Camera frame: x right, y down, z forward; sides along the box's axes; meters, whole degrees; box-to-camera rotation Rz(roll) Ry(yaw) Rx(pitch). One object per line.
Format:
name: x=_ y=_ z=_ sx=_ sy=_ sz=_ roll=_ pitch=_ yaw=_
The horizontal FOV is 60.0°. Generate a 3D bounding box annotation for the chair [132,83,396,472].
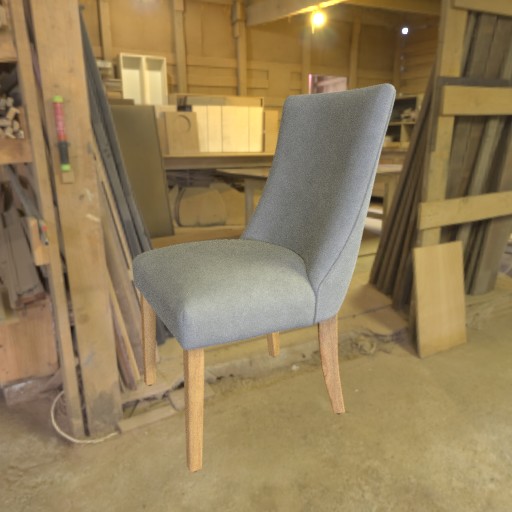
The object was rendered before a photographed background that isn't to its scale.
chair: x=0.000 y=0.000 z=1.255 sx=0.610 sy=0.902 sz=0.495 roll=-8 pitch=18 yaw=-26
